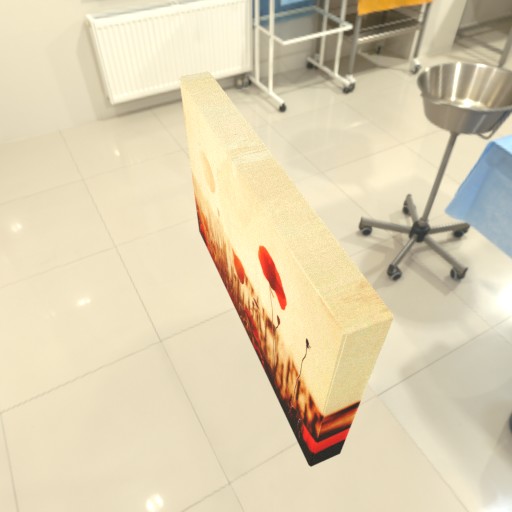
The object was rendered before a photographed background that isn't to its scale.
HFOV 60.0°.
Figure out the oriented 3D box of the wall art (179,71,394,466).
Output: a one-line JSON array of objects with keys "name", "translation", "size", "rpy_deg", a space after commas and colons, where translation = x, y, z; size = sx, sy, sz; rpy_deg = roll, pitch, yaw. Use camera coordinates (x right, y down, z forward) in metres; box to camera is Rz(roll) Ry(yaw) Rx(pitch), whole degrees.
[{"name": "wall art", "translation": [0.000, 0.000, 0.494], "size": [0.037, 0.251, 0.383], "rpy_deg": [-17, 49, -15]}]
